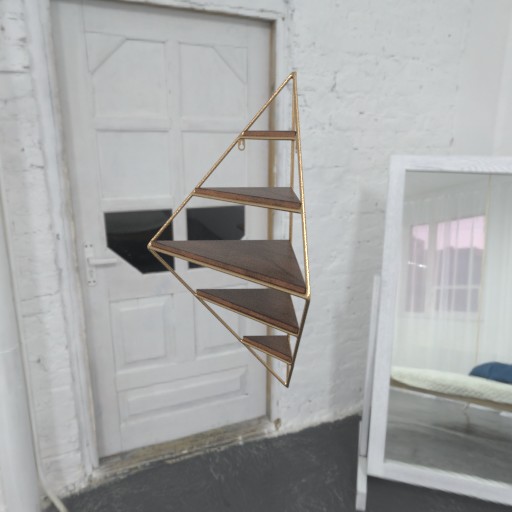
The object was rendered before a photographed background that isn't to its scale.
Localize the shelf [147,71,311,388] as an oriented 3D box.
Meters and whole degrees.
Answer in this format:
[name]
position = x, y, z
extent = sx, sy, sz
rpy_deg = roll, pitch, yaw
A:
[shelf]
position = 0.000, 0.000, 1.152
extent = 0.564, 0.913, 0.294
rpy_deg = 15, 22, 42
